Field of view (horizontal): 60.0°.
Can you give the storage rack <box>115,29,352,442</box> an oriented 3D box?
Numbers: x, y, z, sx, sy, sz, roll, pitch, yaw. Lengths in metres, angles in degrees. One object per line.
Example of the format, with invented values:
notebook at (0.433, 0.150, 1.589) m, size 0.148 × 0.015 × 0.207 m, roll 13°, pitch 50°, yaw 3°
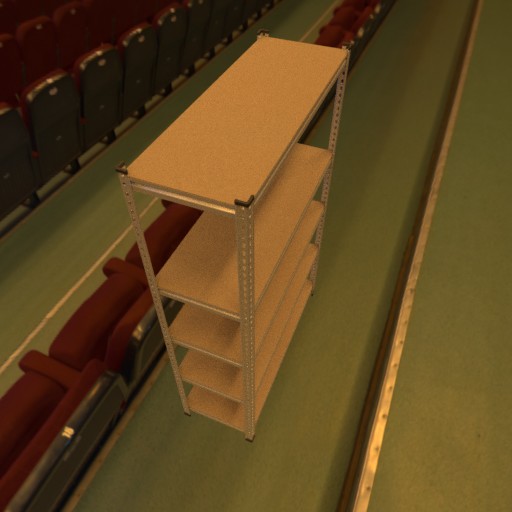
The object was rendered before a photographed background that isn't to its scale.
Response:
storage rack at (0.000, 0.000, 2.372) m, size 0.457 × 1.829 × 1.219 m, roll 17°, pitch 49°, yaw 15°
